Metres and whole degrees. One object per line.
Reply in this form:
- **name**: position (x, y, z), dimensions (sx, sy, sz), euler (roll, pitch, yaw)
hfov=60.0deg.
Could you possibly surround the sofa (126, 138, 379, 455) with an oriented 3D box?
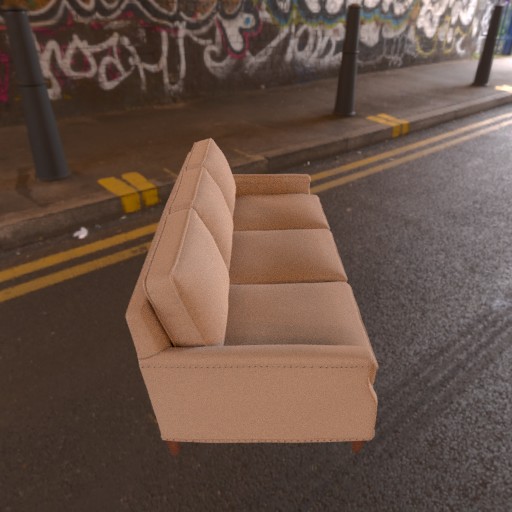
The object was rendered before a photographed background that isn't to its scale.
- **sofa**: position (0.000, 0.000, 2.842), dimensions (1.084, 1.003, 2.246), euler (0, 30, -1)
